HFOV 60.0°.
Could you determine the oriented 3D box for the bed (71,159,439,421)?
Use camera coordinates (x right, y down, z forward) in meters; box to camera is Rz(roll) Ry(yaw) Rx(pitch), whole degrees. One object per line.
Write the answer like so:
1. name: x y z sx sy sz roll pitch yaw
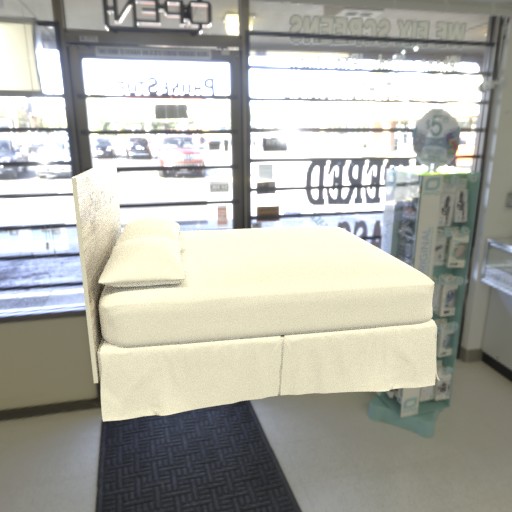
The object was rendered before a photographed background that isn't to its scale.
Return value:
1. bed: 0.000 0.000 3.260 2.094 1.335 1.745 -3 16 -10
